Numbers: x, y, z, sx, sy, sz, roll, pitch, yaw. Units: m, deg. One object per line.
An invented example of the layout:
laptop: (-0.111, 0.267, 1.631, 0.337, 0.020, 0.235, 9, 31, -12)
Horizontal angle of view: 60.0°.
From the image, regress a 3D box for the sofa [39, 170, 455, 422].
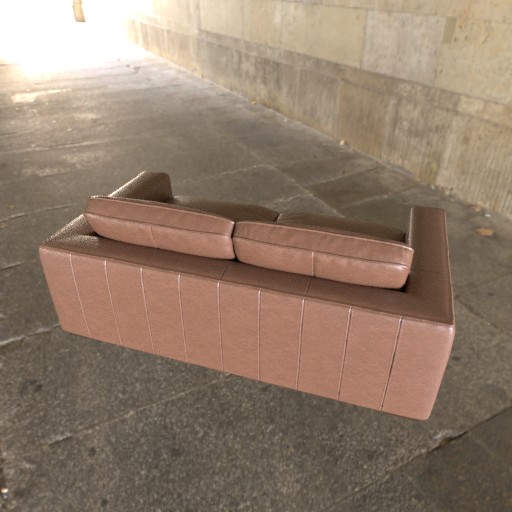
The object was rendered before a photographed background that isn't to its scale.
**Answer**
sofa: (0.000, 0.000, 2.403, 1.920, 0.800, 1.070, 10, 34, 15)
